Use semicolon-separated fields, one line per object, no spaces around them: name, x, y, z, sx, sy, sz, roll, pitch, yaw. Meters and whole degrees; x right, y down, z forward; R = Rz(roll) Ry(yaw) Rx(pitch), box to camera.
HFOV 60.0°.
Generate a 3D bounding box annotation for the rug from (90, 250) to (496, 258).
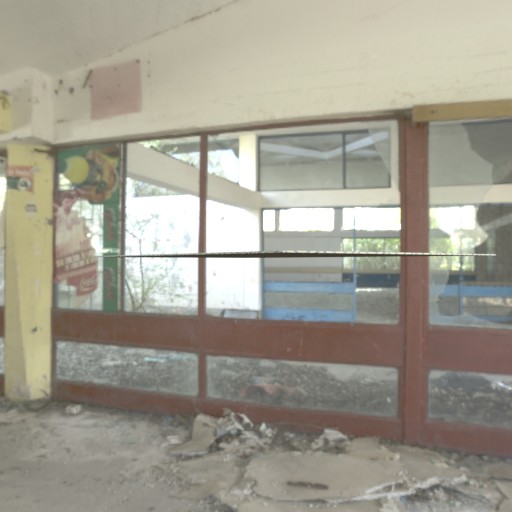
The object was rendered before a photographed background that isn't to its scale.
rug;0.000;0.000;3.002;1.526;0.008;2.441;0;-1;-36
